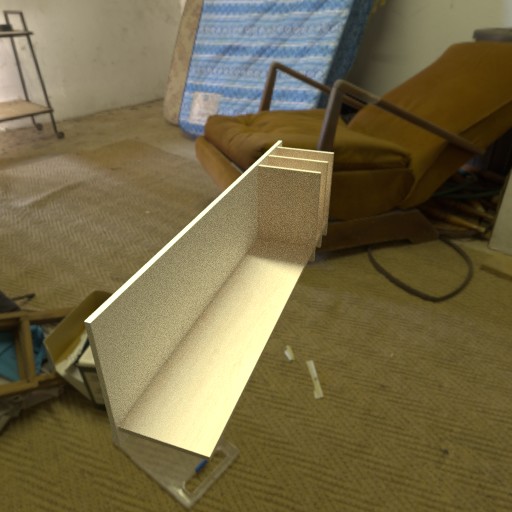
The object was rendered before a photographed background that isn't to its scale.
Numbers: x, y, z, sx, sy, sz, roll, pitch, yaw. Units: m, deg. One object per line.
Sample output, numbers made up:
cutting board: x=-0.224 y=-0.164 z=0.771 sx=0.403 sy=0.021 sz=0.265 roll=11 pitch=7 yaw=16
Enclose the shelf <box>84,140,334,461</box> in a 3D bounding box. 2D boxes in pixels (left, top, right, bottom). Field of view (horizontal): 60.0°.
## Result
shelf: x=0.000 y=0.000 z=1.144 sx=0.200 sy=0.300 sz=1.020 roll=10 pitch=32 yaw=17
